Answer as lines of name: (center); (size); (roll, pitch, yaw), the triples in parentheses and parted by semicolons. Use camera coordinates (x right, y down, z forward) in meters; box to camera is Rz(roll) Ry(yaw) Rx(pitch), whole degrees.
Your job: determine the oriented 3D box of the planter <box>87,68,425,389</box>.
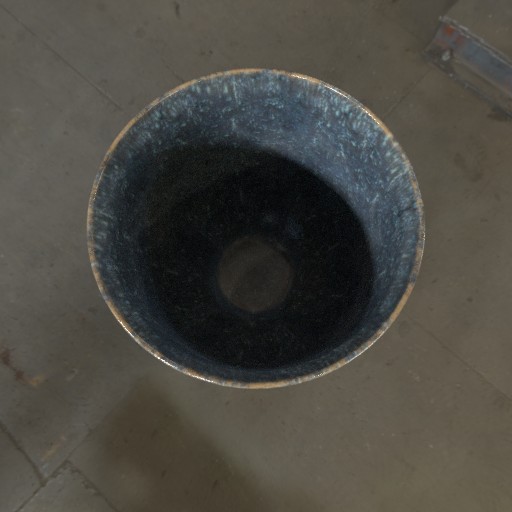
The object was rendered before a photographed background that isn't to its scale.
planter: (0.000, 0.000, 0.478); (0.266, 0.270, 0.266); (0, 75, 0)
